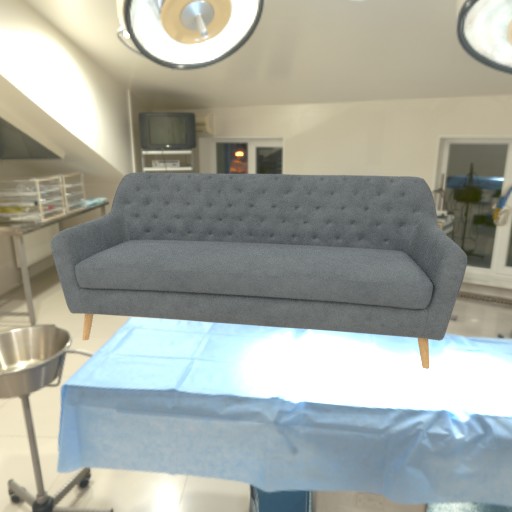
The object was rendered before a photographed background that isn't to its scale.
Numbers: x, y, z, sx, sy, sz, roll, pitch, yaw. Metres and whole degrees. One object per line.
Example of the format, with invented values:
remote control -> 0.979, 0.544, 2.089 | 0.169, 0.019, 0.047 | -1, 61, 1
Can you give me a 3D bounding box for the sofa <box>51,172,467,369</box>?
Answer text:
sofa -> 0.000, 0.000, 2.432 | 1.975, 0.832, 0.841 | 3, 15, 10
